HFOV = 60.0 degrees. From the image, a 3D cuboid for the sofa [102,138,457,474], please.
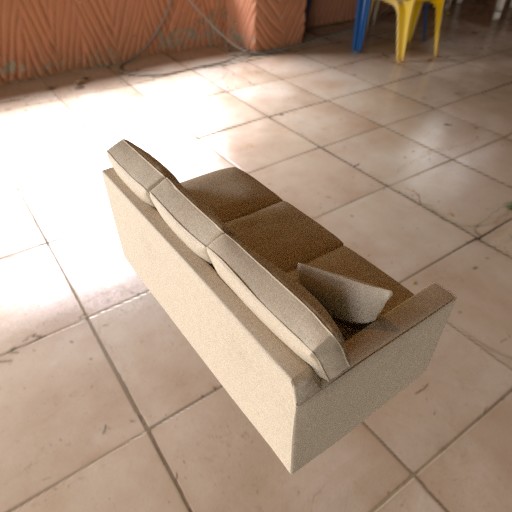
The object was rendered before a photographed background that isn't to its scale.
[{"bbox_3d":[0.000,0.000,2.610,1.034,0.946,1.962,-25,46,-27],"label":"sofa"}]
